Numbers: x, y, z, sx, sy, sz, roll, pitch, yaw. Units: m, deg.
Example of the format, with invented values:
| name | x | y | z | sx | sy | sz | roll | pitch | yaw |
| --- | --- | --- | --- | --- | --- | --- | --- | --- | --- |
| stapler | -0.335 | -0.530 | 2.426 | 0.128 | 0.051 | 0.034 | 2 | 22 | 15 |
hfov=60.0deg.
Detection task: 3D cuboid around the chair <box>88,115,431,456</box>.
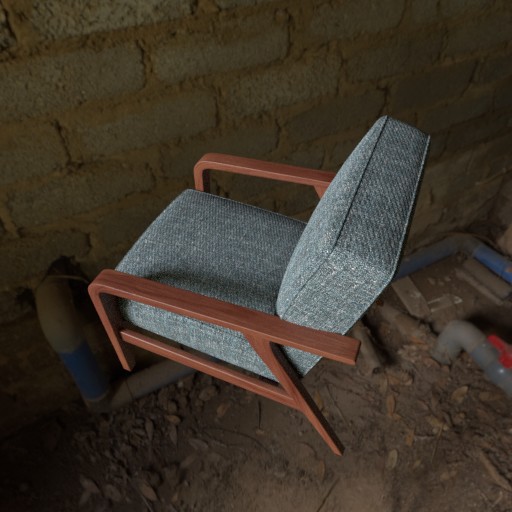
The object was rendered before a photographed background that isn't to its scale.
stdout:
| name | x | y | z | sx | sy | sz | roll | pitch | yaw |
| --- | --- | --- | --- | --- | --- | --- | --- | --- | --- |
| chair | 0.000 | 0.000 | 1.459 | 0.889 | 0.864 | 0.719 | 17 | 48 | 15 |
